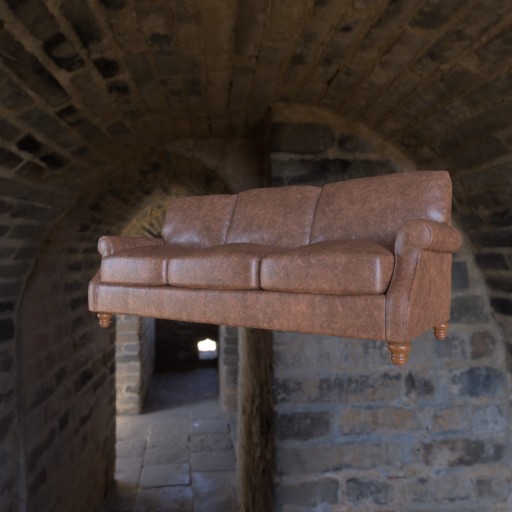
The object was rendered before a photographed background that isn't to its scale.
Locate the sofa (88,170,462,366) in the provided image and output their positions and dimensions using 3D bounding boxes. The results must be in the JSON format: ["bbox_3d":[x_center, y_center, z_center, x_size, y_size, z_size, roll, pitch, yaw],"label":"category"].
[{"bbox_3d":[0.000,0.000,2.850,2.351,0.977,0.973,-1,-1,34],"label":"sofa"}]
